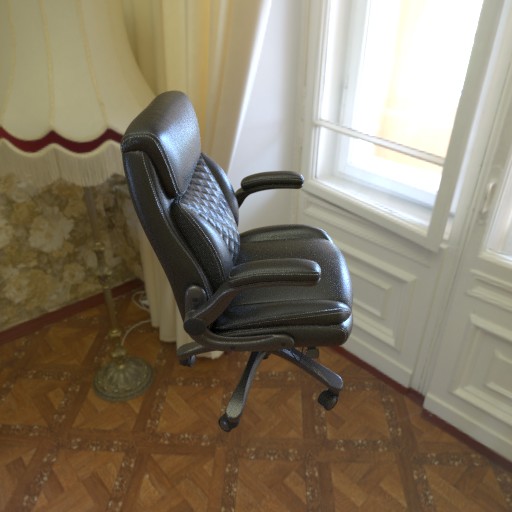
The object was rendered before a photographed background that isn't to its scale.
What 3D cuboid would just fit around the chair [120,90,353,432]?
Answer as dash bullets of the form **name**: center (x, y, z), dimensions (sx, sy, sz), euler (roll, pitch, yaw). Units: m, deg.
- **chair**: center (0.000, 0.000, 1.651), dimensions (0.724, 1.110, 0.782), euler (1, 32, 1)
